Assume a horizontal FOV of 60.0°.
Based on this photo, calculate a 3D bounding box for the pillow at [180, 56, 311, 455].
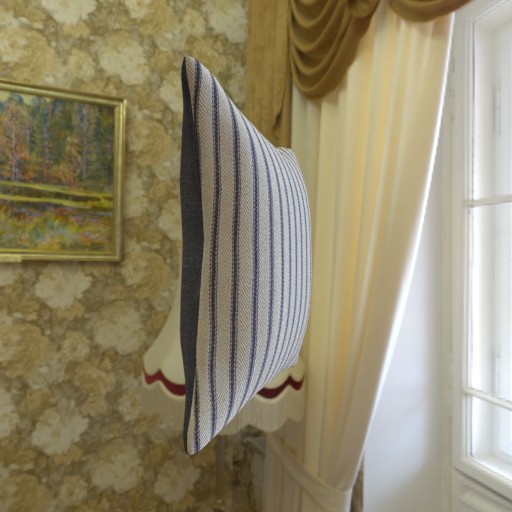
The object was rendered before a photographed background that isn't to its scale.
[{"bbox_3d":[0.000,0.000,0.699,0.138,0.444,0.468,0,-1,19],"label":"pillow"}]
